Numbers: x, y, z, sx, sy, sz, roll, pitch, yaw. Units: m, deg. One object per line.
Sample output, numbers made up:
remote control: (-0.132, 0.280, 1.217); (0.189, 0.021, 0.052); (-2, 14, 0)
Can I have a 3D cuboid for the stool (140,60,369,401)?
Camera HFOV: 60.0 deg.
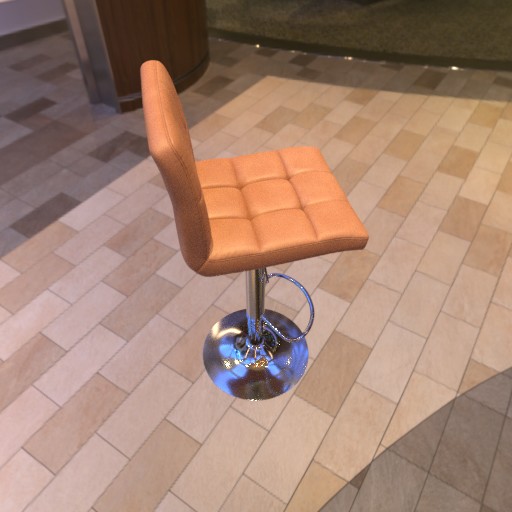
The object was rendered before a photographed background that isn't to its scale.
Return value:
stool: (0.000, 0.000, 1.385); (0.505, 1.115, 0.430); (-9, 47, -9)
